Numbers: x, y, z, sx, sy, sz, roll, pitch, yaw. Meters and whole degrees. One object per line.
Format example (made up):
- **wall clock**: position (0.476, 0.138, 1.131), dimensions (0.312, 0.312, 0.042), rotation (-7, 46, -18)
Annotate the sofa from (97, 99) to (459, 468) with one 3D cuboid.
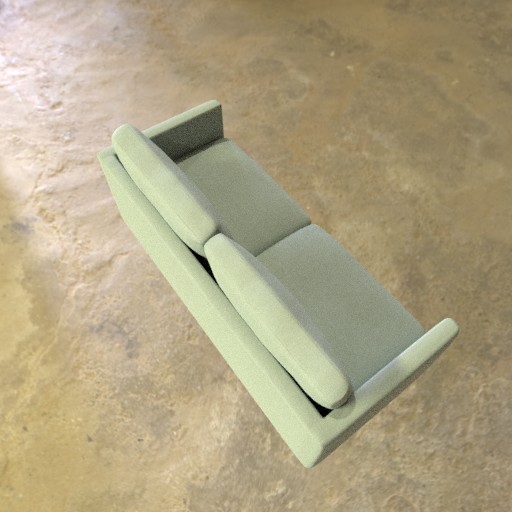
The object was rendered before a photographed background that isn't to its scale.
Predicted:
- **sofa**: position (0.000, 0.000, 2.720), dimensions (0.951, 0.965, 2.208), rotation (-32, 62, -19)
